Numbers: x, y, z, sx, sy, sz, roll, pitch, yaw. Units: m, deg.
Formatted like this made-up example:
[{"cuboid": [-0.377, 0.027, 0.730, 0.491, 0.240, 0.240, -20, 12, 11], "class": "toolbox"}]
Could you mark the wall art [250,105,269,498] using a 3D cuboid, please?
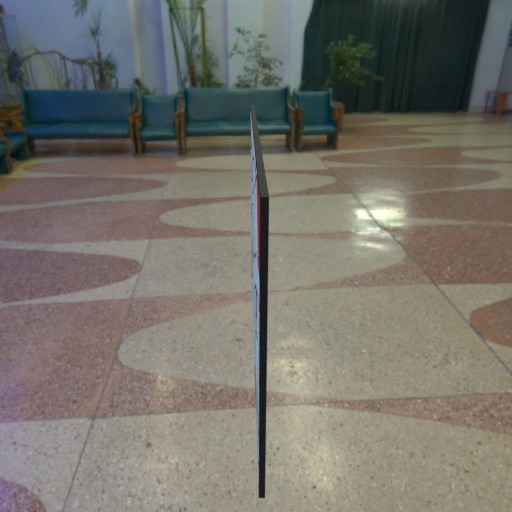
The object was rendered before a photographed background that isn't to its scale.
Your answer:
[{"cuboid": [0.000, 0.000, 1.220, 0.013, 0.665, 0.963, -1, 26, -1], "class": "wall art"}]
